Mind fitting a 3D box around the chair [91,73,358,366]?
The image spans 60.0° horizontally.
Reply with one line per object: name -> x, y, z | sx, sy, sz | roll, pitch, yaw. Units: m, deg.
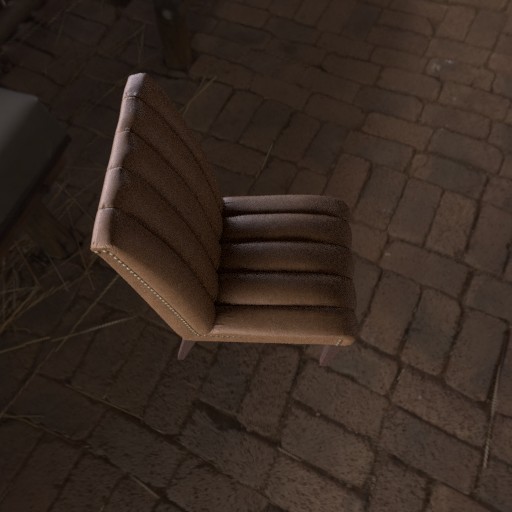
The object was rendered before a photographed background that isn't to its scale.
chair -> 0.000, 0.000, 1.405 | 0.647, 1.016, 0.511 | 2, 64, 1
